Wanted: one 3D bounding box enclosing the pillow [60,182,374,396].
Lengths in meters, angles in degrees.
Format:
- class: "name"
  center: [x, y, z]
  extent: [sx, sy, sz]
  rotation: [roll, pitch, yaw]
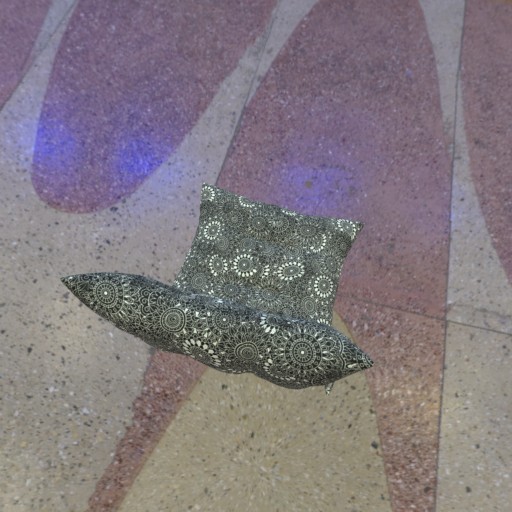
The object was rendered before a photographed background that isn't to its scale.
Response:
- class: "pillow"
  center: [0.000, 0.000, 1.013]
  extent: [0.541, 0.536, 0.585]
  rotation: [14, 65, 7]
